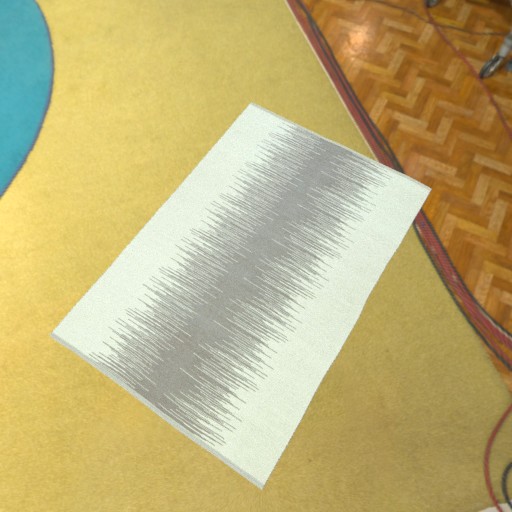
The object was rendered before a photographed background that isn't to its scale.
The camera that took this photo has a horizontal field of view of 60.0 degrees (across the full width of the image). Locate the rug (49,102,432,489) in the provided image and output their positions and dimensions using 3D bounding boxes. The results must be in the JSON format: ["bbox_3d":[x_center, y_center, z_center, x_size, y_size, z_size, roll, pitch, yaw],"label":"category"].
[{"bbox_3d":[0.000,0.000,2.338,1.226,0.007,1.815,30,68,14],"label":"rug"}]
